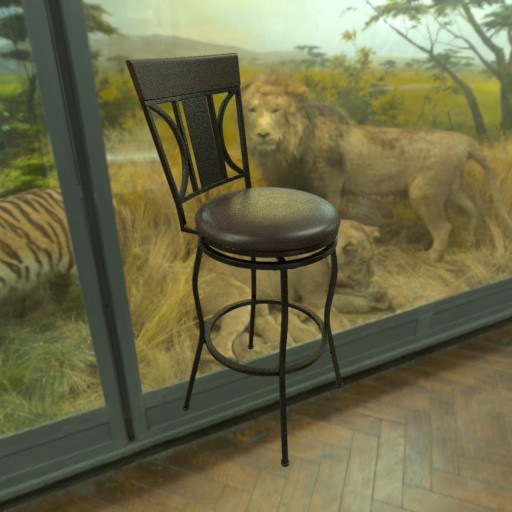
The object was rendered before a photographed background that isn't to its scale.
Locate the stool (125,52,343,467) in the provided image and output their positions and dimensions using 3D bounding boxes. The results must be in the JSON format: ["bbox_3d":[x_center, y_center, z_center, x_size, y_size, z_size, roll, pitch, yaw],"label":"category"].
[{"bbox_3d":[0.000,0.000,1.384,0.513,1.130,0.448,17,31,30],"label":"stool"}]
